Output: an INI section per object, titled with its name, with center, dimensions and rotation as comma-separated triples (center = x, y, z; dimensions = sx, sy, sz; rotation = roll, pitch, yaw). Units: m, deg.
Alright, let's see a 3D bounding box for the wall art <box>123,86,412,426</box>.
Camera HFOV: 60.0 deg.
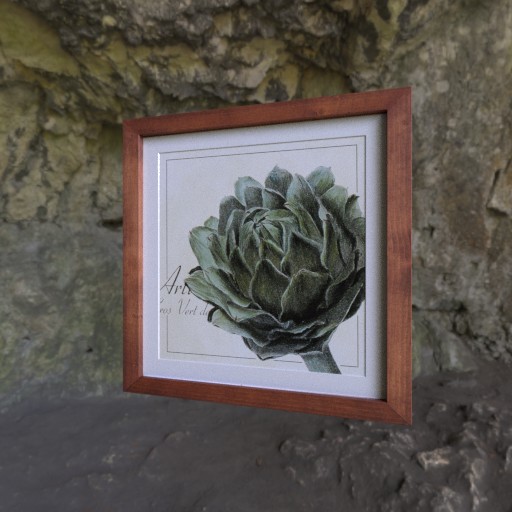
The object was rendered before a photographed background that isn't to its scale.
[wall art]
center = 0.000, 0.000, 0.583
dimensions = 0.386, 0.385, 0.038
rotation = 0, 0, 19
